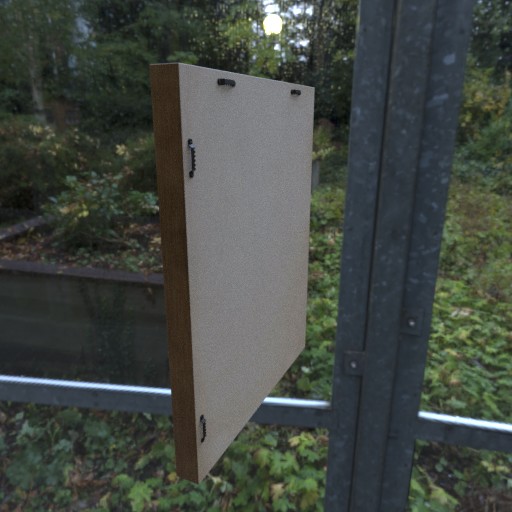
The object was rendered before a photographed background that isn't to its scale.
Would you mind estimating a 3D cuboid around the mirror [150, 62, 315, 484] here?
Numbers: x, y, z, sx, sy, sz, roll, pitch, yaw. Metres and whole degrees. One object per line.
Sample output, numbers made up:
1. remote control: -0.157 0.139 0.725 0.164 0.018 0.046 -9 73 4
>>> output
1. mirror: 0.000 0.000 0.683 0.041 0.508 0.405 8 19 25
